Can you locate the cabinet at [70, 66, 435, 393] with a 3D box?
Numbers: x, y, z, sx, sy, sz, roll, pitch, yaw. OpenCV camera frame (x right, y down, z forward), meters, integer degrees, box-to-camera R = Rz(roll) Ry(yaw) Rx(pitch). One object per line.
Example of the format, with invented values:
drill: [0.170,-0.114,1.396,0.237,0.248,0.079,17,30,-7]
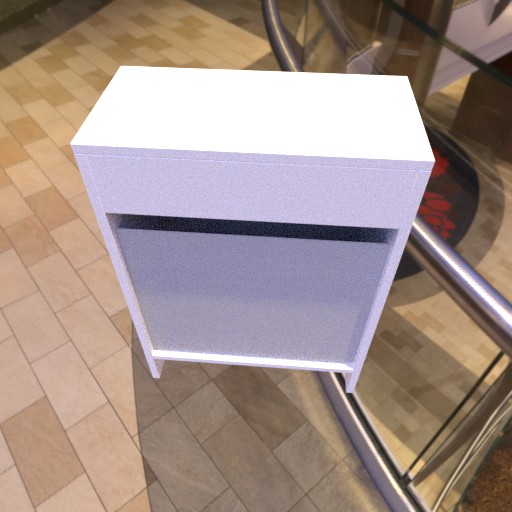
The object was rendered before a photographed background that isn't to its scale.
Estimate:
cabinet: [0.000,0.000,1.121,0.600,0.815,0.296,3,47,3]
